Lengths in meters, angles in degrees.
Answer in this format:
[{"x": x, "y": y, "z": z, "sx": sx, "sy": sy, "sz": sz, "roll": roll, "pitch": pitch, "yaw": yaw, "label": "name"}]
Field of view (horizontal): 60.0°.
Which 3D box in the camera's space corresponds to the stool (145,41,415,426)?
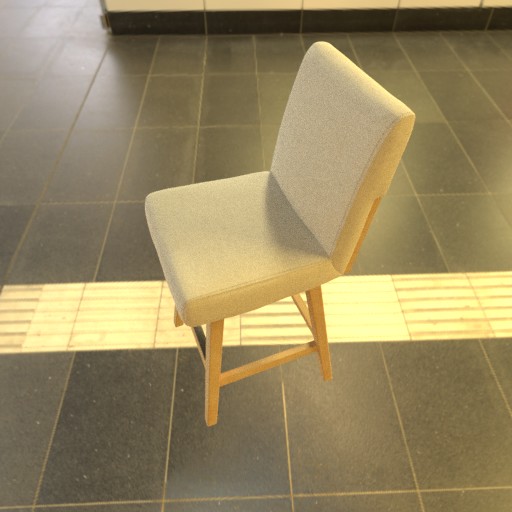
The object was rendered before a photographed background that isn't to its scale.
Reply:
[{"x": 0.000, "y": 0.000, "z": 1.289, "sx": 0.543, "sy": 1.015, "sz": 0.446, "roll": -16, "pitch": 50, "yaw": -14, "label": "stool"}]
